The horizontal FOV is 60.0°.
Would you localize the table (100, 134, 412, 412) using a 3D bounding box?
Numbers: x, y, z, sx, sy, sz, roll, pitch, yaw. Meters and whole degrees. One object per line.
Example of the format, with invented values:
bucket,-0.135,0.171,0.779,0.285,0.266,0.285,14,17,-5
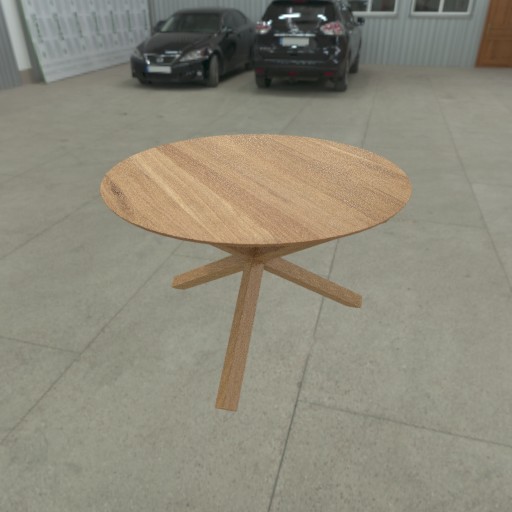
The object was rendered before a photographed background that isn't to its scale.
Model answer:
table,0.000,0.000,1.707,1.038,0.666,1.038,0,30,0
